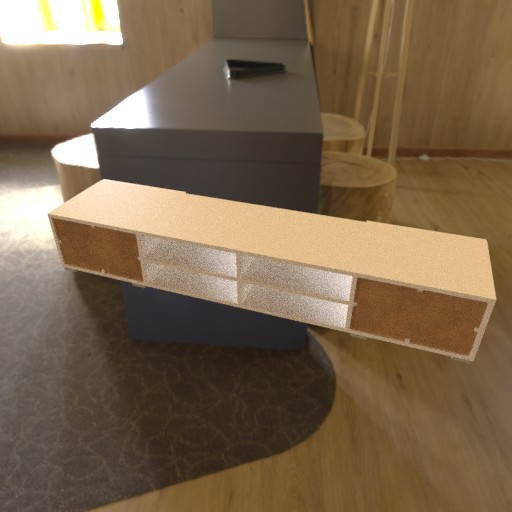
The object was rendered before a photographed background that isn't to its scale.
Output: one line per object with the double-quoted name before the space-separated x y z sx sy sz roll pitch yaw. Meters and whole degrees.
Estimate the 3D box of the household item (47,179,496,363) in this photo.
"household item" 0.000 0.000 1.987 1.850 0.310 0.420 11 34 16
